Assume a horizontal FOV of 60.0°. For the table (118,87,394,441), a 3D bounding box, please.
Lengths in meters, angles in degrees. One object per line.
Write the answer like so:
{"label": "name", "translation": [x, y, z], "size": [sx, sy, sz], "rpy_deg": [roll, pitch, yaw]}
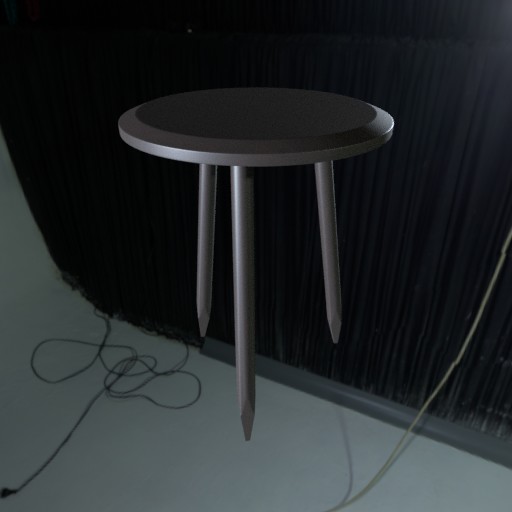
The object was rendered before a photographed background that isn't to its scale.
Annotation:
{"label": "table", "translation": [0.000, 0.000, 0.904], "size": [0.457, 0.585, 0.457], "rpy_deg": [0, 30, 0]}
